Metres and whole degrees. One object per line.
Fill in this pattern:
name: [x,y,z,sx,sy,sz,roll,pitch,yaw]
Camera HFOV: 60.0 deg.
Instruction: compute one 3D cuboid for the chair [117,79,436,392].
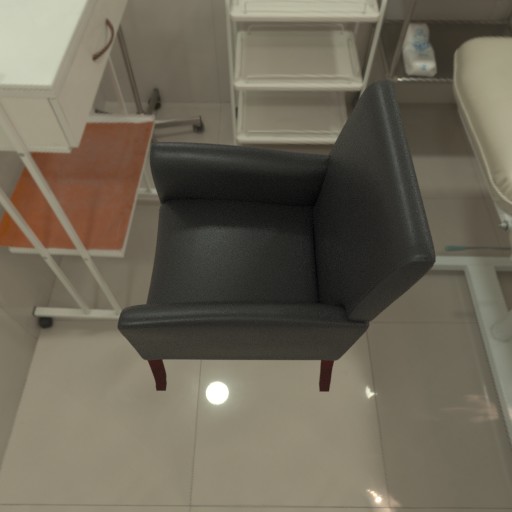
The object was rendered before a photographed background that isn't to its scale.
chair: [0.000,0.000,1.496,0.772,0.951,0.683,0,58,0]
